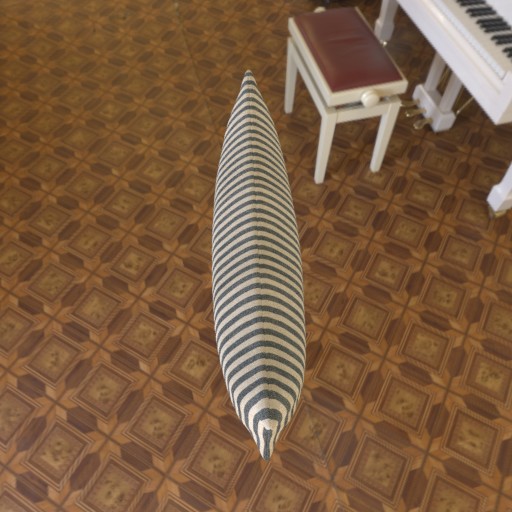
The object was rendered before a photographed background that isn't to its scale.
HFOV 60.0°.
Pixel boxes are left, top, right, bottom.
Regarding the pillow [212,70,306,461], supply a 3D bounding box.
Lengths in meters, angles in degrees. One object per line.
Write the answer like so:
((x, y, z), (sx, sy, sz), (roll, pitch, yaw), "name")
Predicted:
((0.000, 0.000, 0.759), (0.151, 0.295, 0.617), (-2, 58, -1), "pillow")
